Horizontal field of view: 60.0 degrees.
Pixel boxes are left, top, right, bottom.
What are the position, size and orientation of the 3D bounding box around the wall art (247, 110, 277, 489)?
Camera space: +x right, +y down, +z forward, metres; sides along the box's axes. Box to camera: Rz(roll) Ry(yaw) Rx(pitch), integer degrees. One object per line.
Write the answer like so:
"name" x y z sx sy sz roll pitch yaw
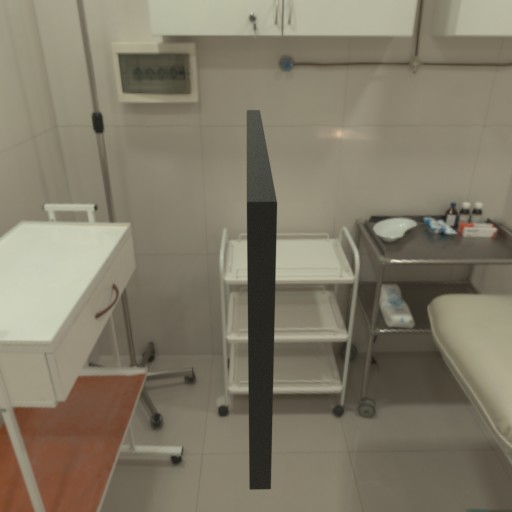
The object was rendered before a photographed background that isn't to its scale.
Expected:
"wall art" 0.000 0.000 0.574 0.021 0.301 0.443 0 26 -1
